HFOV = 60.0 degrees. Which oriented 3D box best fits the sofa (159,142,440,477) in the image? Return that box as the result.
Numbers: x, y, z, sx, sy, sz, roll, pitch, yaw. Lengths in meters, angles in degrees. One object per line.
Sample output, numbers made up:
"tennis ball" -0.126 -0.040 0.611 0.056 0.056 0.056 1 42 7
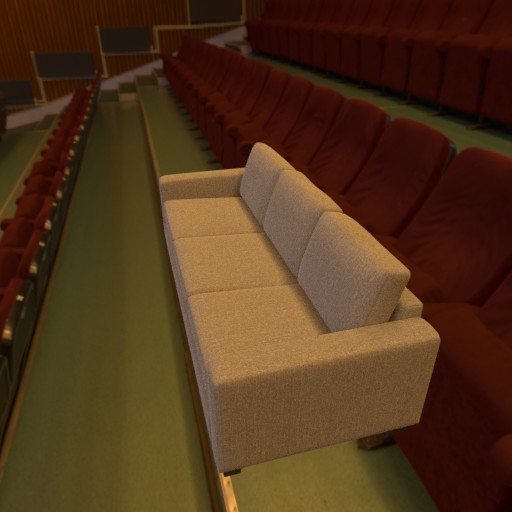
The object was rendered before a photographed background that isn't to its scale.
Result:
"sofa" 0.000 0.000 2.532 0.900 0.800 2.120 -8 31 -14
